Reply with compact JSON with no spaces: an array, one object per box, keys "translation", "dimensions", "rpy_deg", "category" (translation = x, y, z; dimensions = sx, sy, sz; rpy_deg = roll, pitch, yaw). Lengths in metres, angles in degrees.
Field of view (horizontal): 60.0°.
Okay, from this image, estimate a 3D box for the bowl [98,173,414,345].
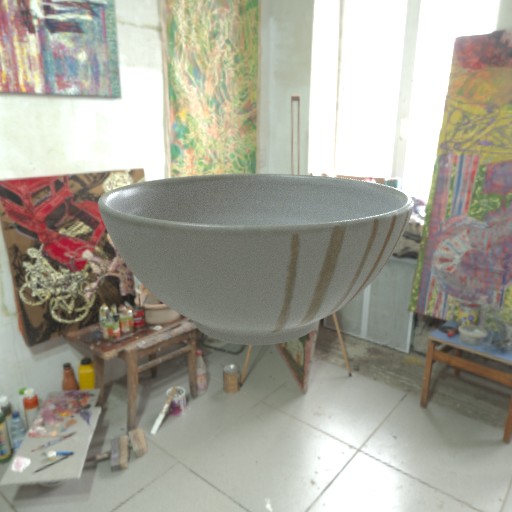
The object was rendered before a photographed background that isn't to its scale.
[{"translation":[0.000,0.000,0.414],"dimensions":[0.268,0.121,0.268],"rpy_deg":[0,17,0],"category":"bowl"}]
